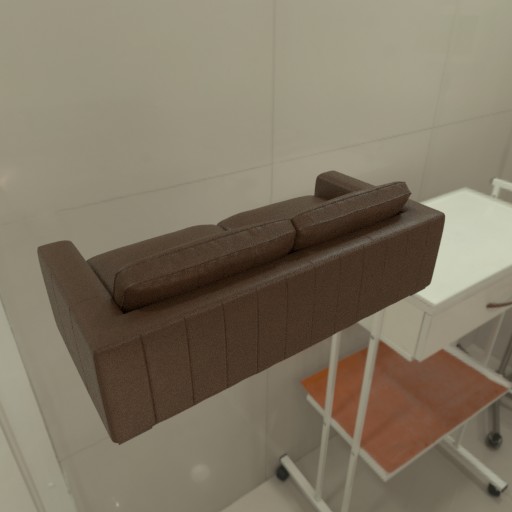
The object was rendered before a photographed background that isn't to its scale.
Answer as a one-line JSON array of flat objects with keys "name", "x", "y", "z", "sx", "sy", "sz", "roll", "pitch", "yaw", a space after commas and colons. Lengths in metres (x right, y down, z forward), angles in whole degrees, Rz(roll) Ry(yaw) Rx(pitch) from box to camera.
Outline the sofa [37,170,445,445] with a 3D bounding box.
[{"name": "sofa", "x": 0.000, "y": 0.000, "z": 2.713, "sx": 2.262, "sy": 0.801, "sz": 1.070, "roll": -19, "pitch": 35, "yaw": -30}]
